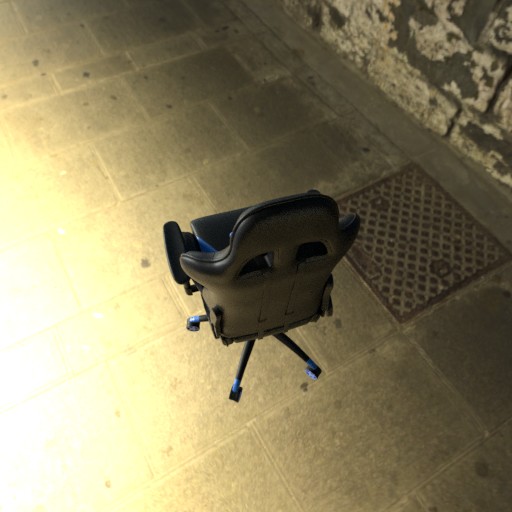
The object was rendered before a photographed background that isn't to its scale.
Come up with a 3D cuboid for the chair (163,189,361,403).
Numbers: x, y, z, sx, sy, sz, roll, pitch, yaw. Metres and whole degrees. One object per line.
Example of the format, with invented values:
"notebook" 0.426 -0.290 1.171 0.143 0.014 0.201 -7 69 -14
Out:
"chair" 0.000 0.000 1.748 0.695 1.282 0.730 -14 58 -9
